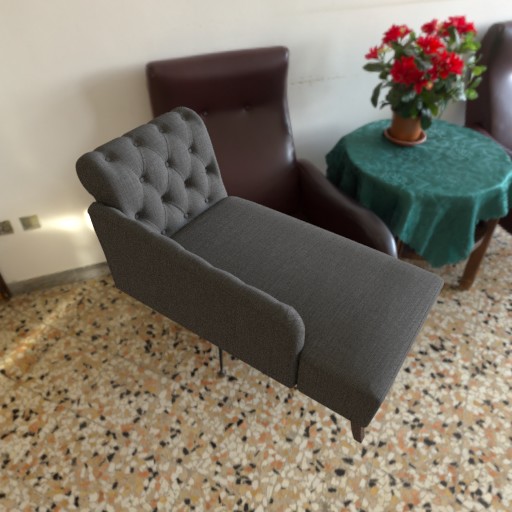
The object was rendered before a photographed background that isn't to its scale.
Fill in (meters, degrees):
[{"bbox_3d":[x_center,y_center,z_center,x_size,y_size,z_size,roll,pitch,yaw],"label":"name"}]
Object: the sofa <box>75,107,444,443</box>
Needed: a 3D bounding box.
[{"bbox_3d":[0.000,0.000,1.836,1.379,0.787,0.675,24,47,25],"label":"sofa"}]
